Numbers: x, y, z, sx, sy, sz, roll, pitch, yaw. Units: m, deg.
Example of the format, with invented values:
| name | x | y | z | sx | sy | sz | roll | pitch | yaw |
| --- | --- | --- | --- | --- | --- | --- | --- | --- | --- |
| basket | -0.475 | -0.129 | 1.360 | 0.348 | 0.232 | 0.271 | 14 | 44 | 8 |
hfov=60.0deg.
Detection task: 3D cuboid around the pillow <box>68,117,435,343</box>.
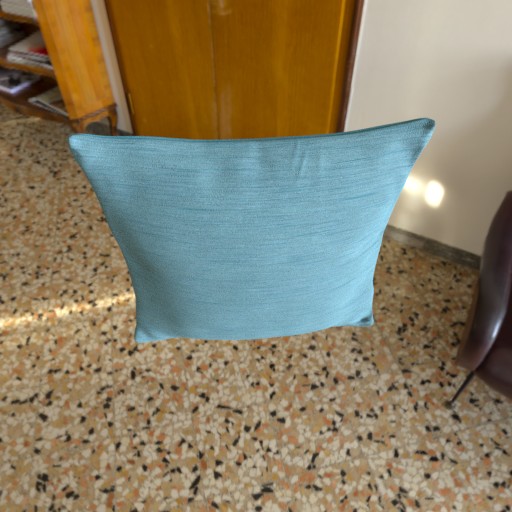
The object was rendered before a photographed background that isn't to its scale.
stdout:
| name | x | y | z | sx | sy | sz | roll | pitch | yaw |
| --- | --- | --- | --- | --- | --- | --- | --- | --- | --- |
| pillow | 0.000 | 0.000 | 0.654 | 0.433 | 0.415 | 0.151 | -3 | 45 | -3 |
